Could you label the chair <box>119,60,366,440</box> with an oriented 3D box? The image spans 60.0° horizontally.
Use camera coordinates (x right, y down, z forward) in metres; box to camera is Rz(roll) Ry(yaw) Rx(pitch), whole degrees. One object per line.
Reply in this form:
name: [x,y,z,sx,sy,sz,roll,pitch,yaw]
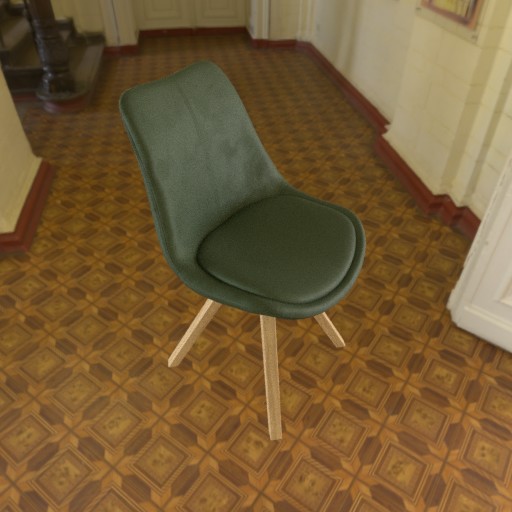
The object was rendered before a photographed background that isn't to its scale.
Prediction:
chair: [0.000,0.000,1.201,0.547,0.865,0.483,25,46,26]
